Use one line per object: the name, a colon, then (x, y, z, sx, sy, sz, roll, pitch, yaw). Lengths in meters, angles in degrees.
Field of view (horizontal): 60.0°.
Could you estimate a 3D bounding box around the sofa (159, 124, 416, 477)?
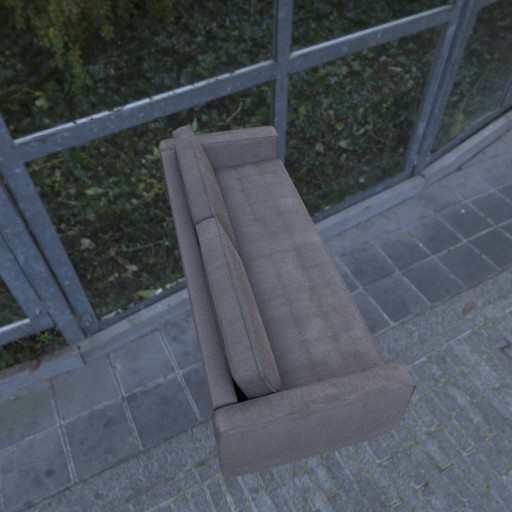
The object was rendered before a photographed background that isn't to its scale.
sofa: (0.000, 0.000, 2.742, 0.923, 0.813, 2.295, -11, 48, -10)
